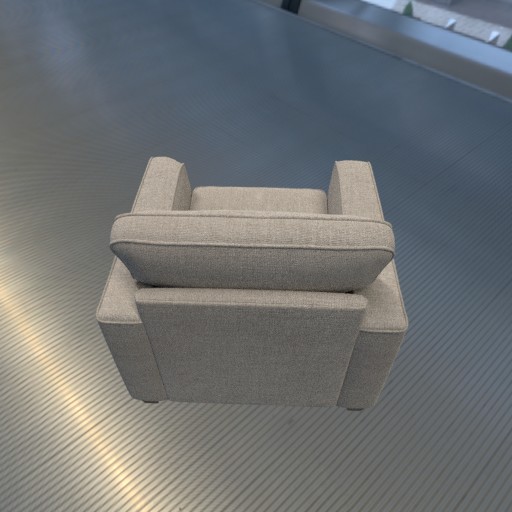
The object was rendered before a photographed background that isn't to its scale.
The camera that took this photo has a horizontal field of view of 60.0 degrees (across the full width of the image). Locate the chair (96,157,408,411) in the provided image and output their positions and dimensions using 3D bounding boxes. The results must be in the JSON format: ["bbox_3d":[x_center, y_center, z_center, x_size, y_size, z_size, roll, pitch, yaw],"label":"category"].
[{"bbox_3d":[0.000,0.000,1.822,1.015,0.965,0.939,2,47,1],"label":"chair"}]
